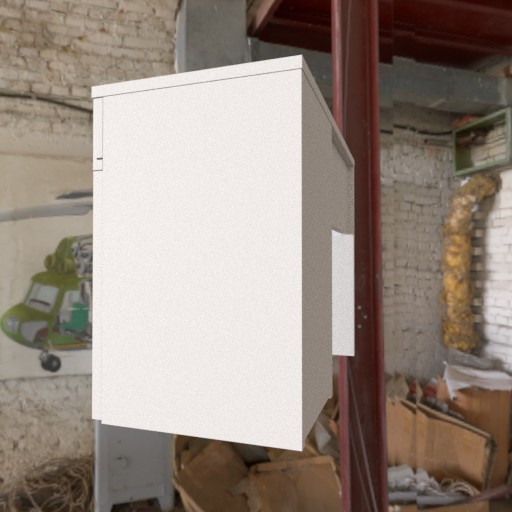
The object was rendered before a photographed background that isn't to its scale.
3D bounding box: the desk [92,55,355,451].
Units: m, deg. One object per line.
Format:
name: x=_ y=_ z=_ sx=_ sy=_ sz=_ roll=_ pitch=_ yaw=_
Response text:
desk: x=0.000 y=0.000 z=1.316 sx=0.482 sy=0.730 sz=0.898 roll=0 pitch=-1 yaw=19
